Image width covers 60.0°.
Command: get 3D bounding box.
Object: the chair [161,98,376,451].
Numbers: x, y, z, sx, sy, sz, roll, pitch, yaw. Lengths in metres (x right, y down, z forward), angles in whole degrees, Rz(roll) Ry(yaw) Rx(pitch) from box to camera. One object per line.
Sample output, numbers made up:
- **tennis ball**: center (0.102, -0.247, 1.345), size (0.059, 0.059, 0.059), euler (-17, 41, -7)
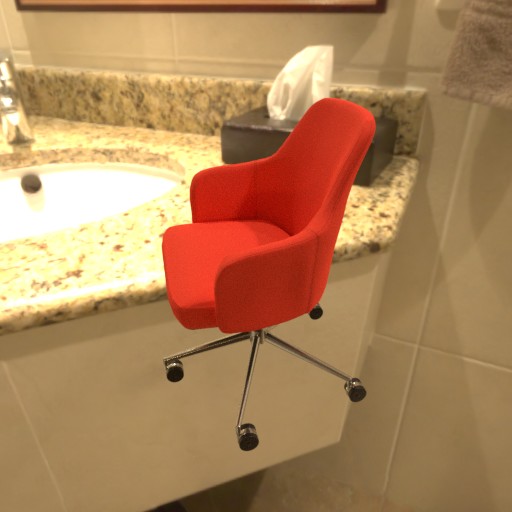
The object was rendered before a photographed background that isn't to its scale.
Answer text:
- **chair**: center (0.000, 0.000, 1.282), size (0.600, 0.820, 0.655), euler (-7, 31, -12)
